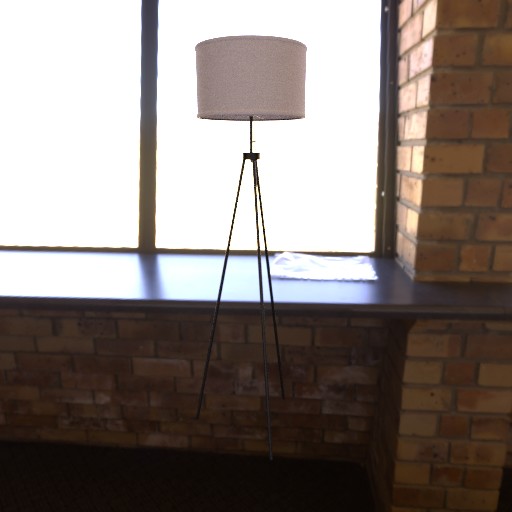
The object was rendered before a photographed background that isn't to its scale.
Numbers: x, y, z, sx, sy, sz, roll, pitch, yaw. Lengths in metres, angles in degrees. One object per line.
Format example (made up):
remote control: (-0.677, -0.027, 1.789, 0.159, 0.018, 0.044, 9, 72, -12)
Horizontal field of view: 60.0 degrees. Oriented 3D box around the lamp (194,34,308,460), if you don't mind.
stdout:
lamp: (0.000, 0.000, 1.777, 0.448, 1.545, 0.458, -7, 16, -26)
